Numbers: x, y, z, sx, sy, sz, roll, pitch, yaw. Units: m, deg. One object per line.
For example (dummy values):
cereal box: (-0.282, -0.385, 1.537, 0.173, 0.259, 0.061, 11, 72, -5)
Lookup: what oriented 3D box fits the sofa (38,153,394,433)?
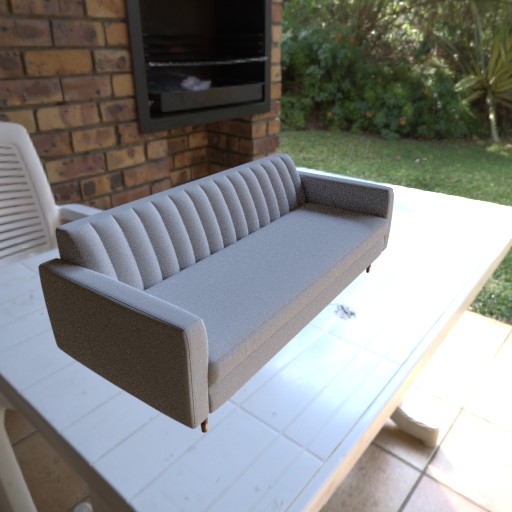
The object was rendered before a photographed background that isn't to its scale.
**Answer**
sofa: (0.000, 0.000, 2.767, 0.990, 0.821, 2.291, 17, 30, 31)
